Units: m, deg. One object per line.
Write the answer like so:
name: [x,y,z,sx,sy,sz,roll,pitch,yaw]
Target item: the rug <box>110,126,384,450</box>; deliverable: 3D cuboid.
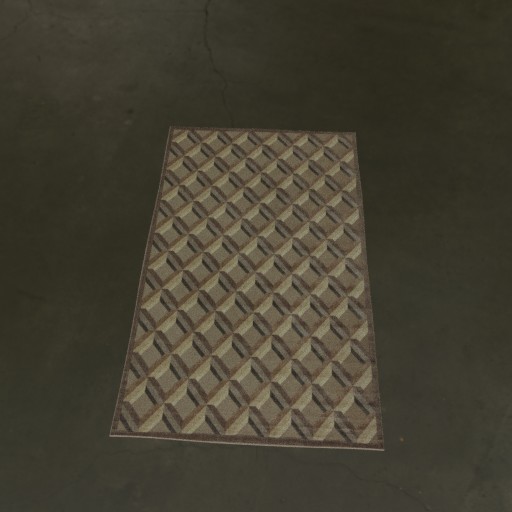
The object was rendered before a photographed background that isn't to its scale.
rug: [0.000,0.000,2.125,1.066,0.011,1.677,2,60,1]
